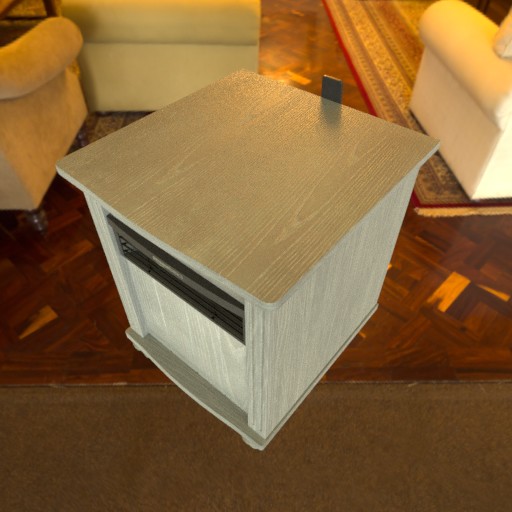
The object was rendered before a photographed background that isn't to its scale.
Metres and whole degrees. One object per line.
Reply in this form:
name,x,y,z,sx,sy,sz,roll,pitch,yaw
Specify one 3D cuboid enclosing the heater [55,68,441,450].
heater,0.000,0.000,0.739,0.362,0.481,0.400,31,54,26
